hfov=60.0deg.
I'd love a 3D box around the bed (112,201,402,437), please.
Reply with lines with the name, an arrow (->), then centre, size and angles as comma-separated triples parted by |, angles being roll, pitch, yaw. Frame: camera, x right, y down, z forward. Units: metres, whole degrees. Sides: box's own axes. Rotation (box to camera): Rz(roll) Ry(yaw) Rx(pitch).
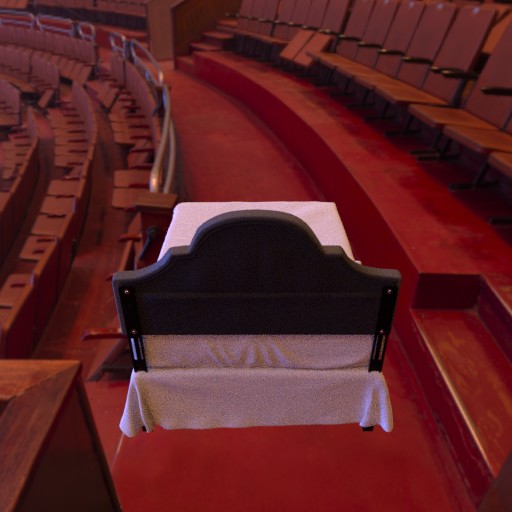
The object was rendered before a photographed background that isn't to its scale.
bed -> 0.000, 0.000, 3.450 | 1.780, 1.634, 2.222 | 0, 31, 0
